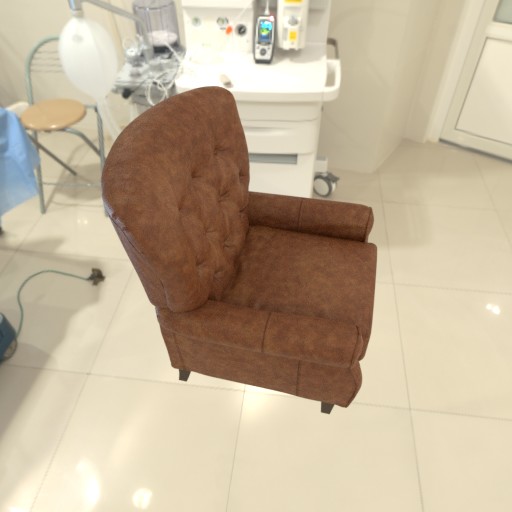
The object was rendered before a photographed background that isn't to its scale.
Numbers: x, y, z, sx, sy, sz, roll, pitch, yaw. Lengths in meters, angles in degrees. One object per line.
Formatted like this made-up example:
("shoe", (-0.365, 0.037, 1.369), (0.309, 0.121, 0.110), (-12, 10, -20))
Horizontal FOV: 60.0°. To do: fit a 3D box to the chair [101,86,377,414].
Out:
("chair", (0.000, 0.000, 1.935), (1.059, 1.164, 0.951), (10, 46, 10))
